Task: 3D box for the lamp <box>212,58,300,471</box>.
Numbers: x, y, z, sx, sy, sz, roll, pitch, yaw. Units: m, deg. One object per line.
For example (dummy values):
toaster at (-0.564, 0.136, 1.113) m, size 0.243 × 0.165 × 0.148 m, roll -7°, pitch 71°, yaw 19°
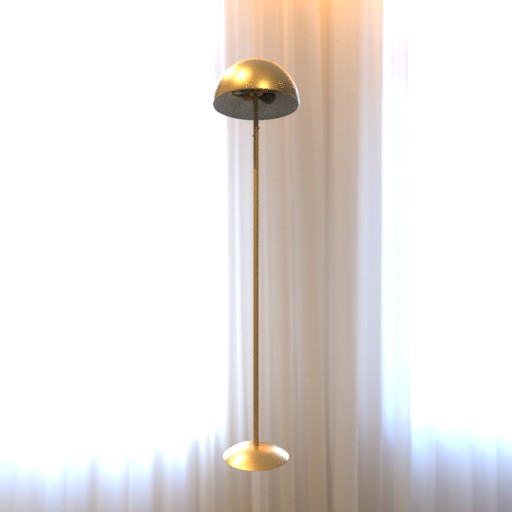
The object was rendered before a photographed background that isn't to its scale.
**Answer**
lamp at (0.000, 0.000, 1.658) m, size 0.328 × 1.480 × 0.328 m, roll 1°, pitch -2°, yaw -36°
